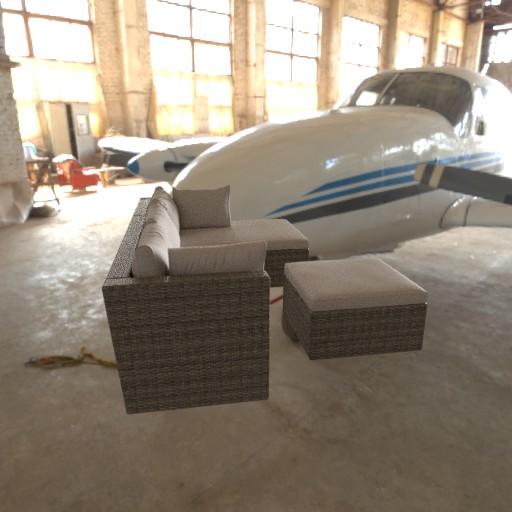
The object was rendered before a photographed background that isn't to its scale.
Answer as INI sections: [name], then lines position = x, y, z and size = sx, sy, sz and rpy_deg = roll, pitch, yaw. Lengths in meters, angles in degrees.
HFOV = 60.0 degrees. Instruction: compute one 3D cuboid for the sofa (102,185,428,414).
[sofa]
position = 0.000, 0.000, 3.029
size = 1.662, 0.766, 2.192
rpy_deg = -3, 17, -10
